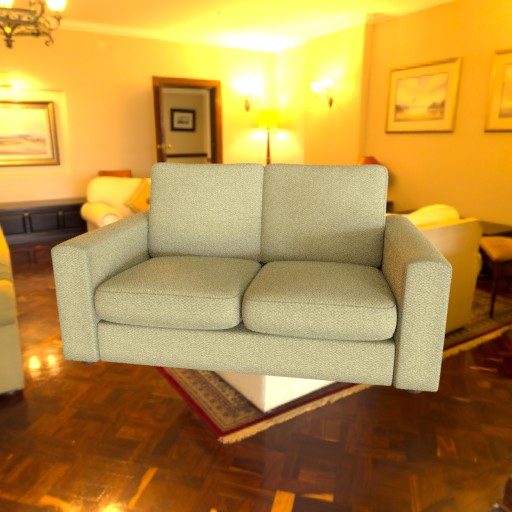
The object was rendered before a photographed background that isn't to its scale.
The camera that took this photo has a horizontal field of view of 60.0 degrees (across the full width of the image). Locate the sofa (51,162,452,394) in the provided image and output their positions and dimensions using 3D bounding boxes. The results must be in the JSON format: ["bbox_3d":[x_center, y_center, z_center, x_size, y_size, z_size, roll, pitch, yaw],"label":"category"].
[{"bbox_3d":[0.000,0.000,2.210,1.616,0.873,1.016,2,15,9],"label":"sofa"}]
